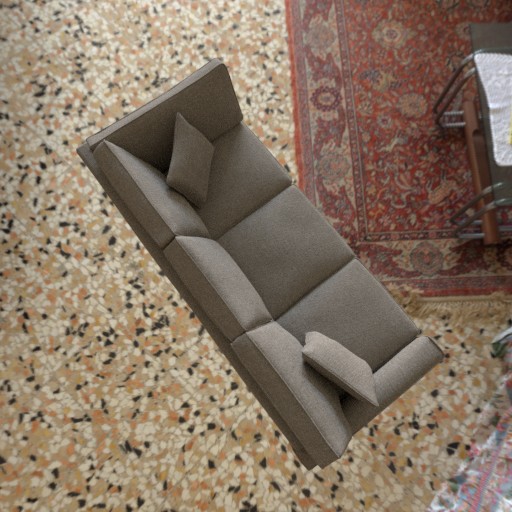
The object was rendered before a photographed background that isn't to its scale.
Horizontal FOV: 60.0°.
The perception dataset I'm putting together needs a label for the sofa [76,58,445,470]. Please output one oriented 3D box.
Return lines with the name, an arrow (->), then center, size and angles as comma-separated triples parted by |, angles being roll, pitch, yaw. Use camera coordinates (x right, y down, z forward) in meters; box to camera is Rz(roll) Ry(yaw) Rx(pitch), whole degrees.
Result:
sofa -> 0.000, 0.000, 2.818 | 1.061, 0.962, 2.317 | -37, 78, -9
